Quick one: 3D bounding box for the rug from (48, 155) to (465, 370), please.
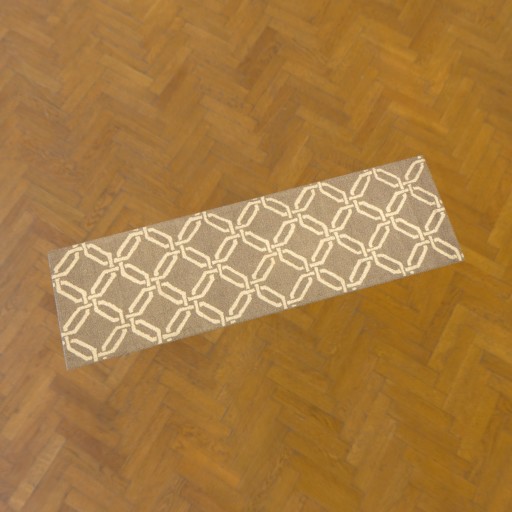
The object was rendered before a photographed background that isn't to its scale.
[{"bbox_3d":[0.000,0.000,2.516,2.276,0.014,0.678,-15,76,-4],"label":"rug"}]
